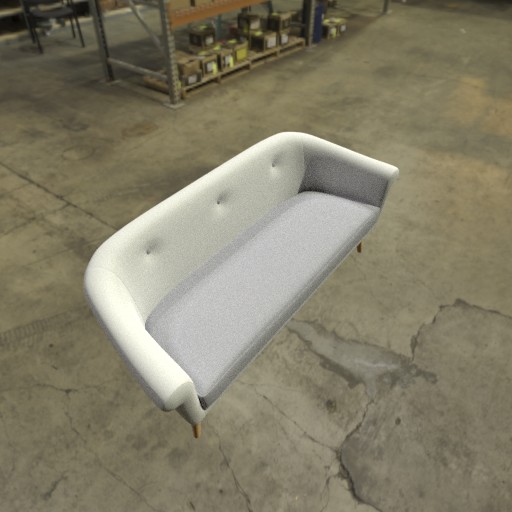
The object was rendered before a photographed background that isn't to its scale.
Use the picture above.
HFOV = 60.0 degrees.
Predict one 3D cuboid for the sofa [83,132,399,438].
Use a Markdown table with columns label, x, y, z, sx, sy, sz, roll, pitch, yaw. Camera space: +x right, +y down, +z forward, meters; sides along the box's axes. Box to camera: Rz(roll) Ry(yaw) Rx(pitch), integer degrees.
| label | x | y | z | sx | sy | sz | roll | pitch | yaw |
| --- | --- | --- | --- | --- | --- | --- | --- | --- | --- |
| sofa | 0.000 | 0.000 | 2.603 | 0.827 | 0.795 | 2.160 | 26 | 47 | 27 |
